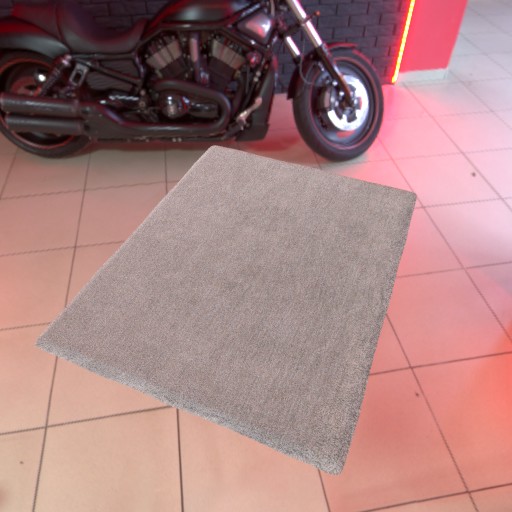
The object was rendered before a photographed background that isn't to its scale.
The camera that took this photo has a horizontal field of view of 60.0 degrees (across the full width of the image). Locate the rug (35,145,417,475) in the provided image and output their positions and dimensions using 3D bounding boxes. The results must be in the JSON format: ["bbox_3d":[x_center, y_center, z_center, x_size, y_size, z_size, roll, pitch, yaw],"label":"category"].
[{"bbox_3d":[0.000,0.000,3.835,2.332,0.027,2.933,17,48,16],"label":"rug"}]
